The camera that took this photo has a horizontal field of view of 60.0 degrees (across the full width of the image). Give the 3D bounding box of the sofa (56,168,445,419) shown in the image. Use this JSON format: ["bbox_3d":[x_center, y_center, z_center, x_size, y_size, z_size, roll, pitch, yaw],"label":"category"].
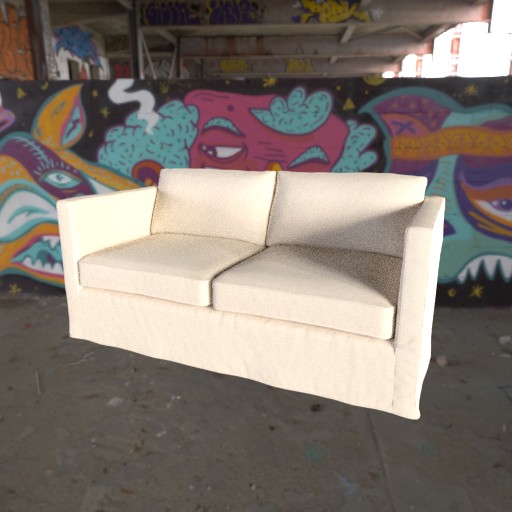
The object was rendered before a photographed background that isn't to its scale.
[{"bbox_3d":[0.000,0.000,2.275,1.746,0.834,0.962,7,16,24],"label":"sofa"}]
